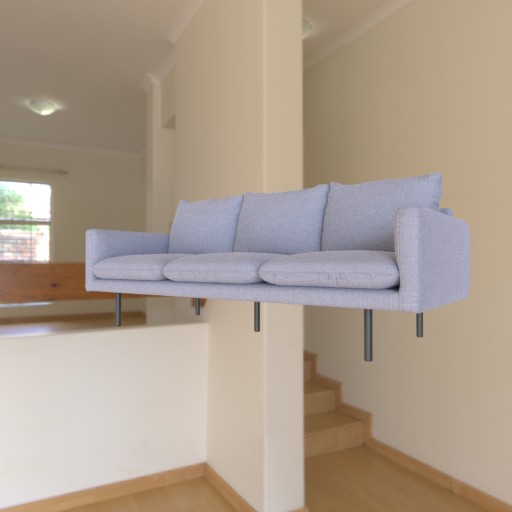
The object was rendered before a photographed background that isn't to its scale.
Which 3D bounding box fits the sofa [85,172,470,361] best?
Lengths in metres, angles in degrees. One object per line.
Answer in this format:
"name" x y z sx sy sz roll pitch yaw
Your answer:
"sofa" 0.000 0.000 2.432 2.000 0.830 0.850 -1 -1 36
